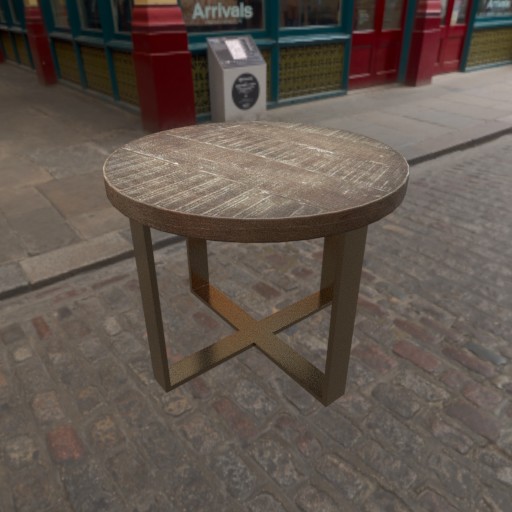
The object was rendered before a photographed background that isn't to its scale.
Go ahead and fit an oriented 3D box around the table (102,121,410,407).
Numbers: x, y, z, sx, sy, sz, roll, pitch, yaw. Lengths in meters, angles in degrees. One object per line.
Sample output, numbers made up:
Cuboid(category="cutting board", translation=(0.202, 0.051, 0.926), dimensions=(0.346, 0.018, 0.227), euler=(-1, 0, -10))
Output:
Cuboid(category="table", translation=(0.000, 0.000, 0.948), dimensions=(0.557, 0.437, 0.557), euler=(0, 30, 0))
